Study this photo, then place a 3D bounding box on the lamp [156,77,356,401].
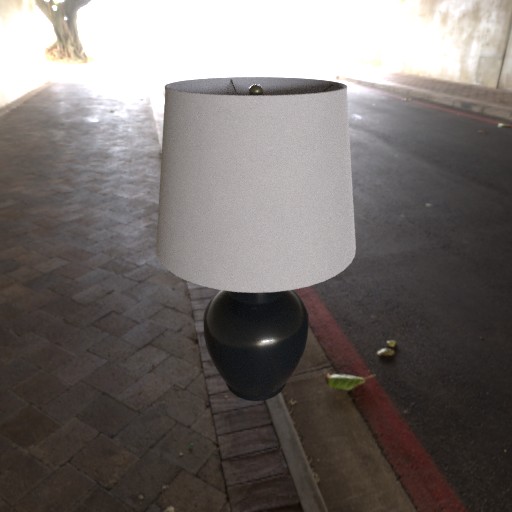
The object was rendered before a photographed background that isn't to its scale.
[{"bbox_3d":[0.000,0.000,0.551,0.239,0.399,0.239,0,27,0],"label":"lamp"}]
